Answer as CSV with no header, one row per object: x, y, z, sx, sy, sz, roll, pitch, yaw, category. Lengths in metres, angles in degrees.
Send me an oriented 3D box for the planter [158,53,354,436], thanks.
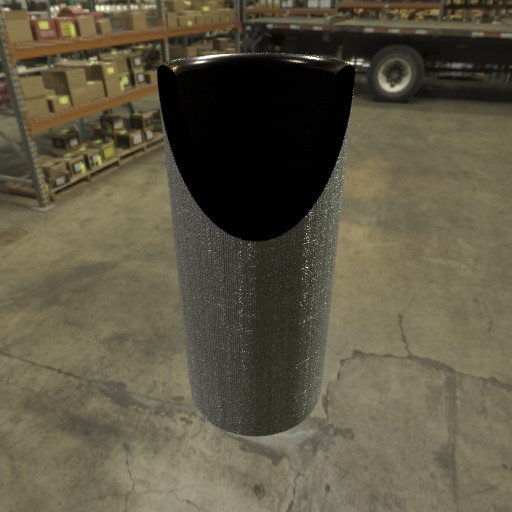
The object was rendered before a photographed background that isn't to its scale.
0.000,0.000,0.128,0.045,0.103,0.045,10,32,17,planter
